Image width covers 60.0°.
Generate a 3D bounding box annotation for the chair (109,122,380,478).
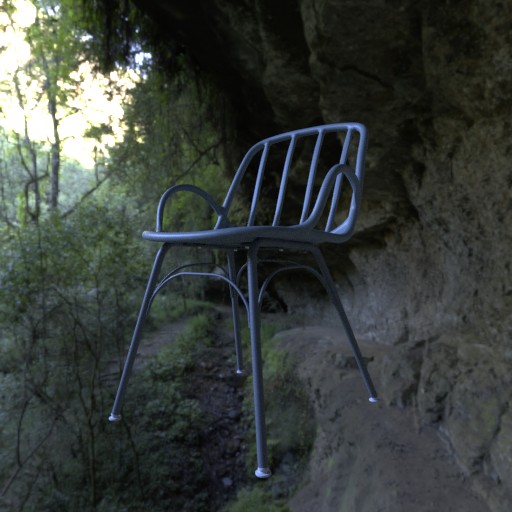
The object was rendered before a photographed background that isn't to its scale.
[{"bbox_3d":[0.000,0.000,1.198,0.549,0.816,0.597,1,1,37],"label":"chair"}]
